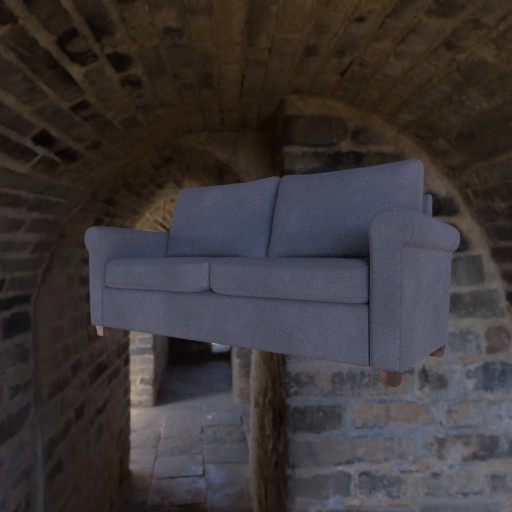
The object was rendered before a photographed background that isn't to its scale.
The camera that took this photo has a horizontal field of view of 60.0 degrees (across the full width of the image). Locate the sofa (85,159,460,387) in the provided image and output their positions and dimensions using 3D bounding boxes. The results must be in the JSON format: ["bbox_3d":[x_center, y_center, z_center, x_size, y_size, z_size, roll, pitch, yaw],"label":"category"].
[{"bbox_3d":[0.000,0.000,2.409,1.935,0.942,0.842,0,0,36],"label":"sofa"}]
